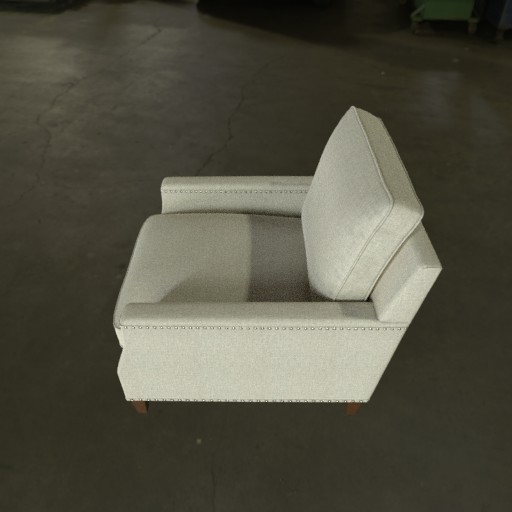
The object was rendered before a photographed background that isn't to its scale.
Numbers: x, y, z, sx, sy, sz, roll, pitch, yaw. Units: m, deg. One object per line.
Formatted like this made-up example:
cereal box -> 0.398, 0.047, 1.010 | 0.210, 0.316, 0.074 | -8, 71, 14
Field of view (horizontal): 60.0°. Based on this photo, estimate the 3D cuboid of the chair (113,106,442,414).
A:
chair -> 0.000, 0.000, 1.721 | 1.014, 0.943, 0.853 | 0, 41, 0
